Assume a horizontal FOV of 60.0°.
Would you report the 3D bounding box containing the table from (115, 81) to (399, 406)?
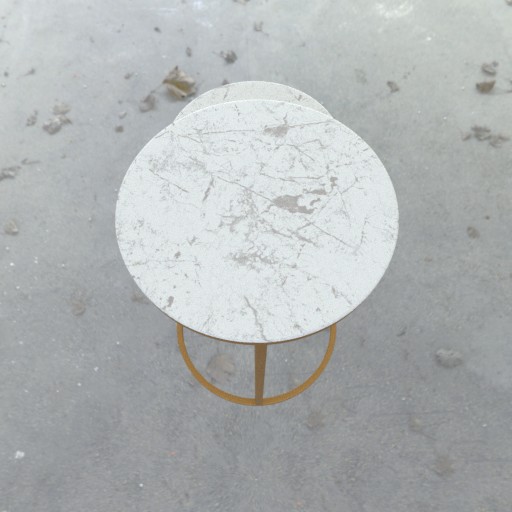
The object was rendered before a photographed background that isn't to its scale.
[{"bbox_3d":[0.000,0.000,0.901,0.400,0.550,0.507,-1,63,-1],"label":"table"}]
